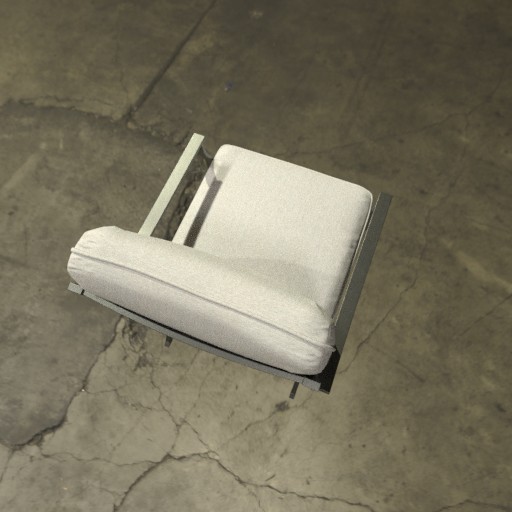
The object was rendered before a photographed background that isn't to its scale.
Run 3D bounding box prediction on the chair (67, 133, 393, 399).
[{"bbox_3d":[0.000,0.000,1.368,0.650,0.860,0.787,20,65,10],"label":"chair"}]
